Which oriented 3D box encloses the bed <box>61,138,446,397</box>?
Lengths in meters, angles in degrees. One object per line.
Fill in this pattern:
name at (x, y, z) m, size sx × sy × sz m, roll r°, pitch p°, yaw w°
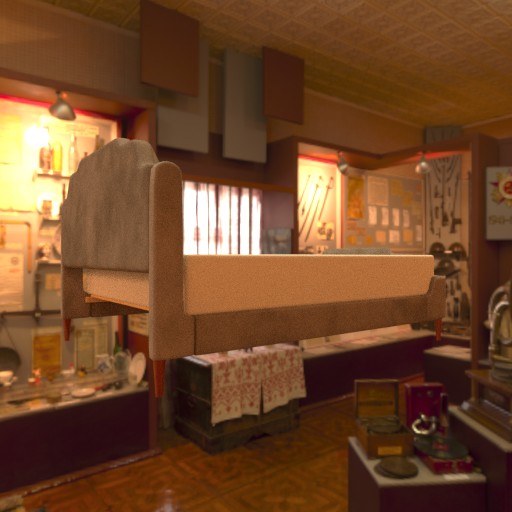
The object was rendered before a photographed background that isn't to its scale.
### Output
bed at (0.000, 0.000, 3.278) m, size 2.340 × 1.245 × 1.676 m, roll 0°, pitch 0°, yaw -36°
